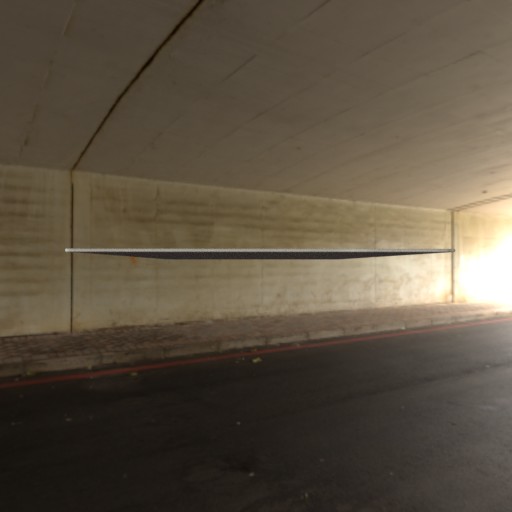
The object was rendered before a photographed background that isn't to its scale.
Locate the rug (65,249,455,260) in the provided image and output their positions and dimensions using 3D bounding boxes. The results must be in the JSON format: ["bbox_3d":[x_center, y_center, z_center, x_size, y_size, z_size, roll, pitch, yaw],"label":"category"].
[{"bbox_3d":[0.000,0.000,2.847,1.532,0.017,2.244,0,-1,-1],"label":"rug"}]
